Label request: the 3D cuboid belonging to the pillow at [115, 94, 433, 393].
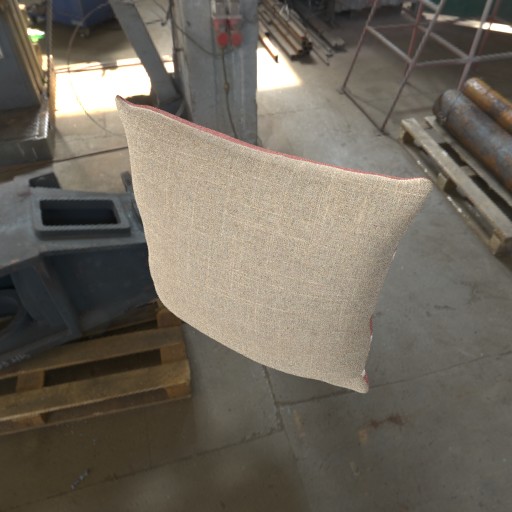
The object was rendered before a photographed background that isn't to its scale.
[{"bbox_3d":[0.000,0.000,0.675,0.439,0.427,0.182,22,49,20],"label":"pillow"}]
